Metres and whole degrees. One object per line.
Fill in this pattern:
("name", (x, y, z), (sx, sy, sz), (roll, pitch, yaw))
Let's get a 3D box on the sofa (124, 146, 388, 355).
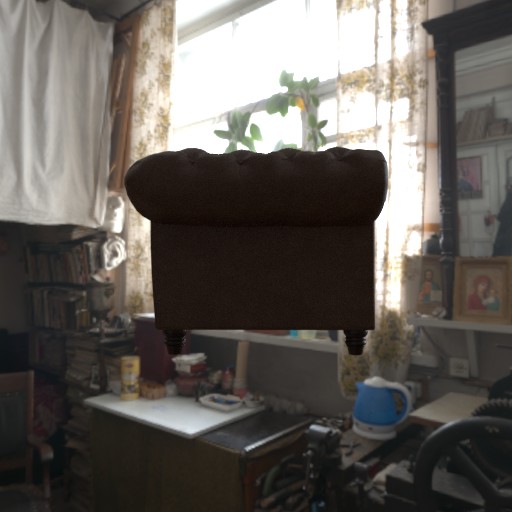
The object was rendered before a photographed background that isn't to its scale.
("sofa", (0.000, 0.000, 2.495), (0.955, 0.784, 2.048), (0, -1, 1))
